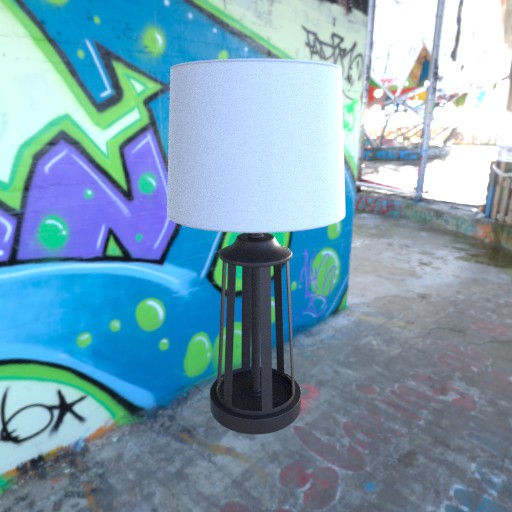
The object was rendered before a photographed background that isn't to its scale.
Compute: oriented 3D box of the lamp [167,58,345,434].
[{"bbox_3d":[0.000,0.000,0.654,0.251,0.509,0.251,0,17,0],"label":"lamp"}]
